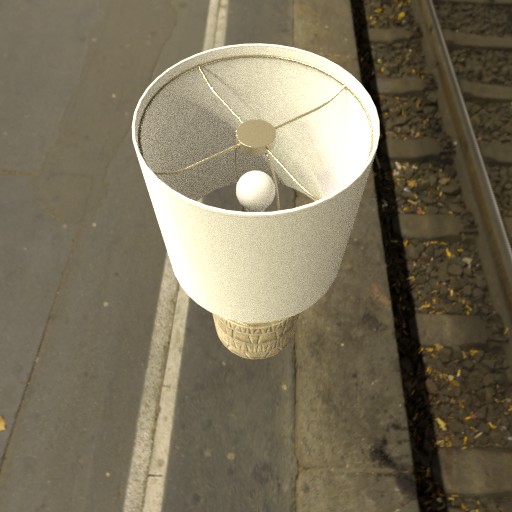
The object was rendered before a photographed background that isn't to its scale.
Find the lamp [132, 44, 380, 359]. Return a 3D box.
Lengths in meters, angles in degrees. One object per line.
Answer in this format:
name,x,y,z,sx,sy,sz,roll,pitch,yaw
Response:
lamp,0.000,0.000,0.574,0.211,0.455,0.211,-17,60,-10
